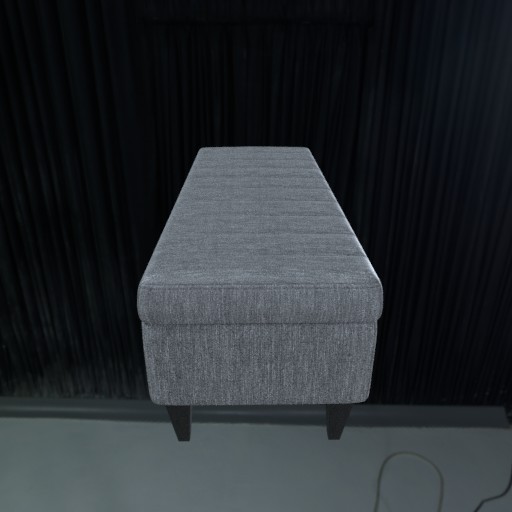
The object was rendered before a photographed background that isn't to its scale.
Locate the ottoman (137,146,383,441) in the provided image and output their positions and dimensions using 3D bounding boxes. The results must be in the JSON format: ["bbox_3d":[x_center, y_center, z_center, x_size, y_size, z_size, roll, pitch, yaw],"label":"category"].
[{"bbox_3d":[0.000,0.000,1.426,0.482,0.469,1.151,0,26,-1],"label":"ottoman"}]
